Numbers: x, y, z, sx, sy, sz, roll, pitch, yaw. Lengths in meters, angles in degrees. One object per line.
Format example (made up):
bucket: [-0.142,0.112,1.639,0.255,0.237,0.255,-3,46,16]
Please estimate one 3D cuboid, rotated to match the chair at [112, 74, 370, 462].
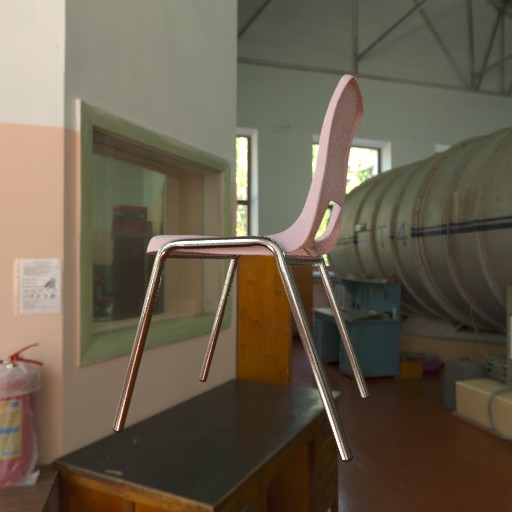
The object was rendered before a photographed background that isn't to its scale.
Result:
chair: [0.000,0.000,0.927,0.436,0.653,0.381,0,-1,19]
